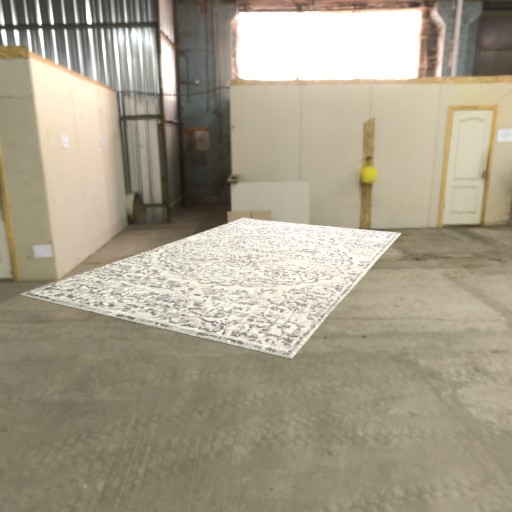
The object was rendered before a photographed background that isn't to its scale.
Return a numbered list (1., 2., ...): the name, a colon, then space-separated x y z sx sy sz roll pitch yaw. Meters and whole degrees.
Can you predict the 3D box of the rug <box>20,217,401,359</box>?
1. rug: 0.000 0.000 3.031 1.527 0.021 2.447 8 17 26
